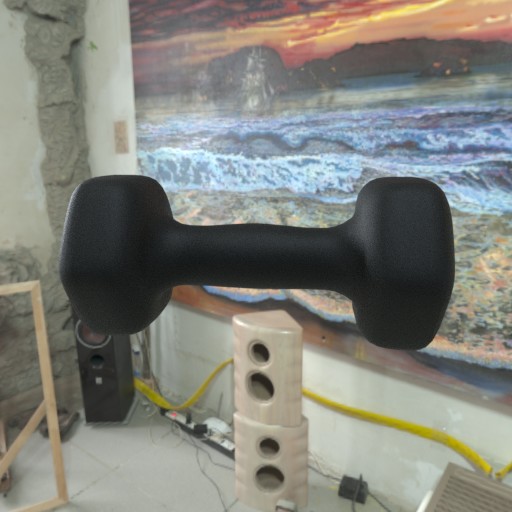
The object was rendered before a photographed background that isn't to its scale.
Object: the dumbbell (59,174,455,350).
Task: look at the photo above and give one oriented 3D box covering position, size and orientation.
[{"bbox_3d":[0.000,0.000,0.286,0.231,0.101,0.112,2,14,7],"label":"dumbbell"}]
